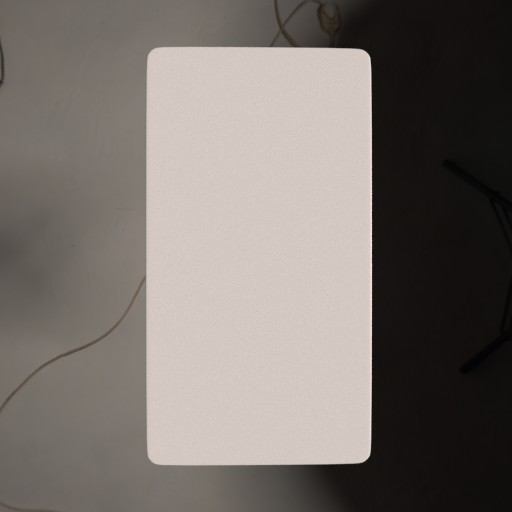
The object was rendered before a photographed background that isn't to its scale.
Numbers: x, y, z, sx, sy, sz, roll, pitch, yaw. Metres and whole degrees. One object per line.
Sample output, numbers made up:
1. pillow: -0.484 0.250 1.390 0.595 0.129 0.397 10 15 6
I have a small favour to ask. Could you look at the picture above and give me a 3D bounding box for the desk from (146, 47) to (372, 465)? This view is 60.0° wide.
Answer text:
1. desk: 0.000 0.000 1.311 0.475 0.763 0.877 0 90 -1
